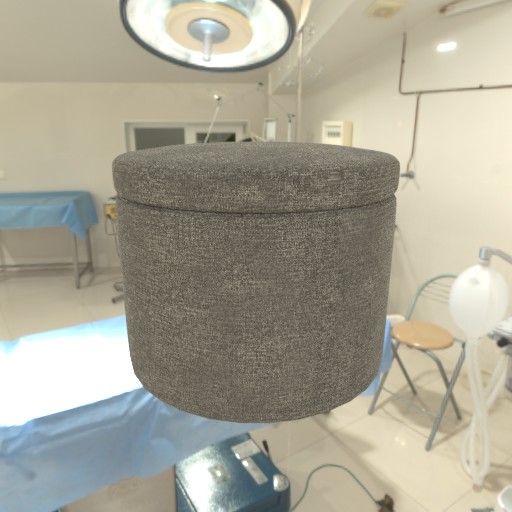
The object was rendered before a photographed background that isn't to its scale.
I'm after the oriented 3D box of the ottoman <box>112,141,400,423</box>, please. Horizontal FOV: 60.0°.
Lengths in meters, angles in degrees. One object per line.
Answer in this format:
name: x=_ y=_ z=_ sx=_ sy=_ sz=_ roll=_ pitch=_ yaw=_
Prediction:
ottoman: x=0.000 y=0.000 z=0.856 sx=0.500 sy=0.419 sz=0.500 roll=0 pitch=17 yaw=0
